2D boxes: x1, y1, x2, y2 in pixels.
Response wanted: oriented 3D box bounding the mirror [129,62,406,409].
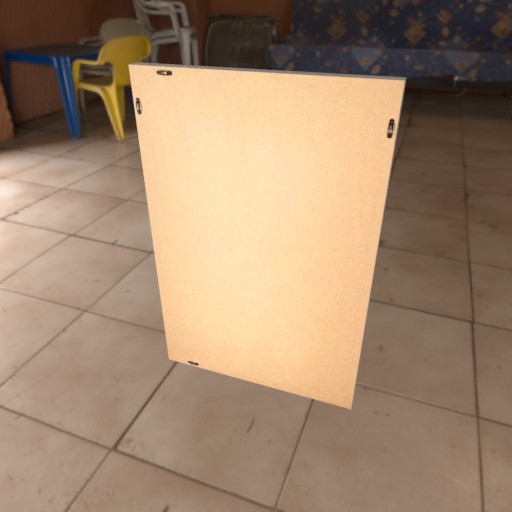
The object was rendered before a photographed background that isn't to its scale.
[{"bbox_3d":[0.000,0.000,1.172,0.609,0.915,0.040,11,33,17],"label":"mirror"}]
